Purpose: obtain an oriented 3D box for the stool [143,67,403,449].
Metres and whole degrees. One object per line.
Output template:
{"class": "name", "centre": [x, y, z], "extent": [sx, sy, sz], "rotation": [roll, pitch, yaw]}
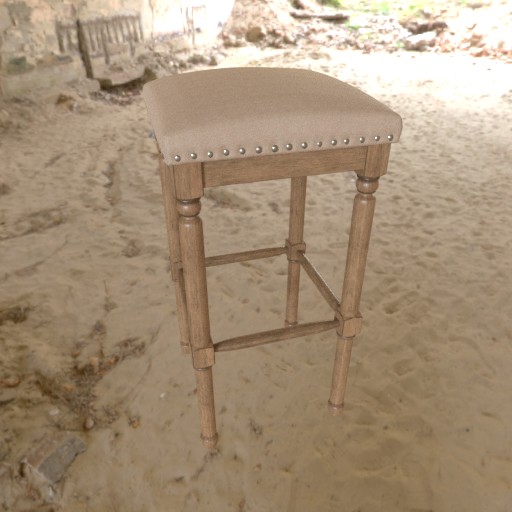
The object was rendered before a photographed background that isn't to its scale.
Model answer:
{"class": "stool", "centre": [0.000, 0.000, 0.982], "extent": [0.382, 0.768, 0.383], "rotation": [-9, 33, -14]}
